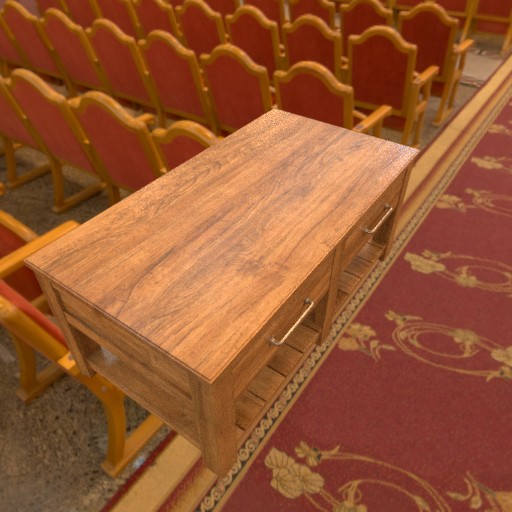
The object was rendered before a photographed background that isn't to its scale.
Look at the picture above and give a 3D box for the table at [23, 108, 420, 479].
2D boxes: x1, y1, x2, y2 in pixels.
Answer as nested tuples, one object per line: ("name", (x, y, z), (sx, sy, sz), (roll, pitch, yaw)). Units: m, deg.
("table", (0.000, 0.000, 1.495), (0.635, 0.480, 1.150), (25, 47, 26))
